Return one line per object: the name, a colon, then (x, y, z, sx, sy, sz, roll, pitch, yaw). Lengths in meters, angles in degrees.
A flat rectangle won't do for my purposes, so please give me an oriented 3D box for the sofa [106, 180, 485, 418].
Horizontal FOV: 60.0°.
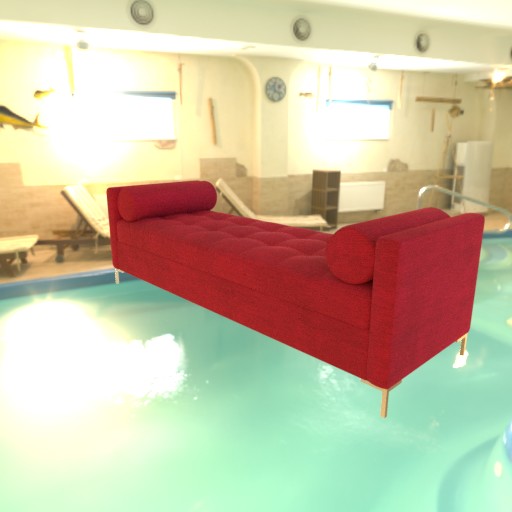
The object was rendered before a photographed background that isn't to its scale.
sofa: (0.000, 0.000, 2.328, 0.686, 0.635, 1.981, -14, 20, -41)
